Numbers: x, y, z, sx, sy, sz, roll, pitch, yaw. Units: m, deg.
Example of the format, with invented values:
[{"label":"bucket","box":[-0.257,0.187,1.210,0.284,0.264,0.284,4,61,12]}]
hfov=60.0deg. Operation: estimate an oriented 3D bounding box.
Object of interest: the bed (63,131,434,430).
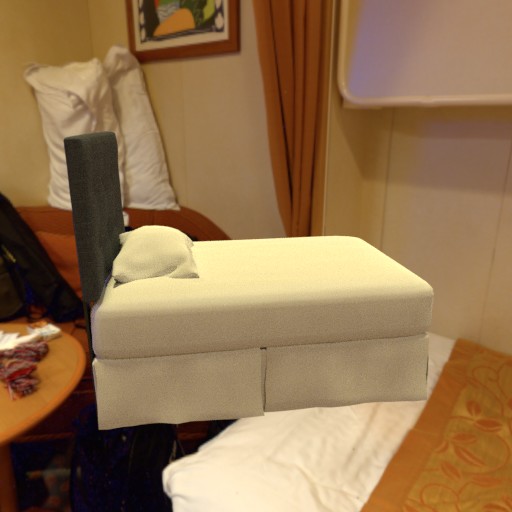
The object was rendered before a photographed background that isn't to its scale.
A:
[{"label":"bed","box":[0.000,0.000,2.924,1.997,1.571,1.261,-3,17,-9]}]
